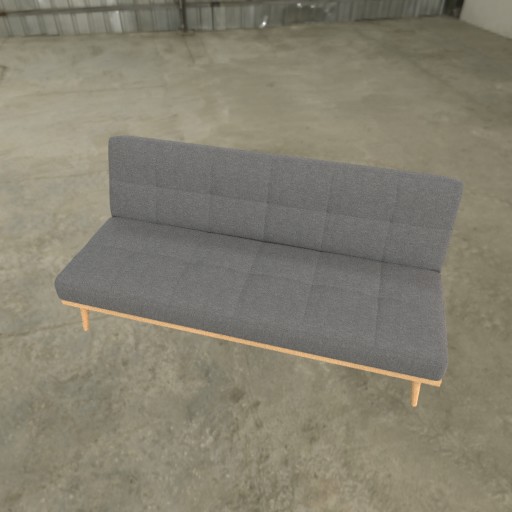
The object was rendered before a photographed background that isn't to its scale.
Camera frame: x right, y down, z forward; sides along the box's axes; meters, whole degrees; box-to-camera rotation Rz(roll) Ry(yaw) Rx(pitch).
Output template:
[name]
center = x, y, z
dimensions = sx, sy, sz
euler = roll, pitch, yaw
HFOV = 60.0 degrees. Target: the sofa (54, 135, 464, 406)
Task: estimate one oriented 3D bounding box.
[sofa]
center = 0.000, 0.000, 2.194
dimensions = 1.820, 0.770, 0.820
euler = 10, 41, 12
